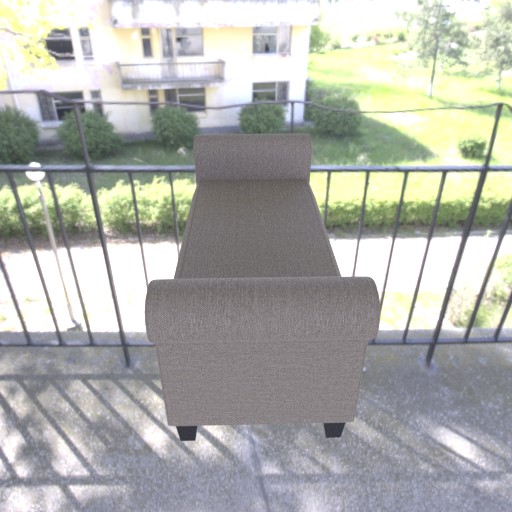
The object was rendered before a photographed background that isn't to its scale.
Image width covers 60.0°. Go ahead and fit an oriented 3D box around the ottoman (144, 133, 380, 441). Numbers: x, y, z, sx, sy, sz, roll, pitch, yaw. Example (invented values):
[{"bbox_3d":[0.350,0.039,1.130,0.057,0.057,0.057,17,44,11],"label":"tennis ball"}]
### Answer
[{"bbox_3d":[0.000,0.000,1.589,0.521,0.547,1.256,-1,32,-1],"label":"ottoman"}]
